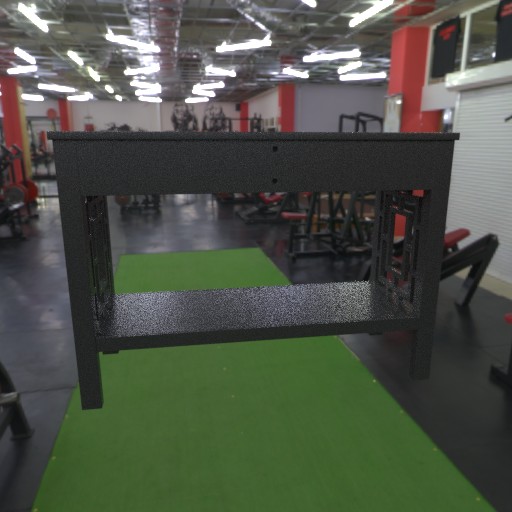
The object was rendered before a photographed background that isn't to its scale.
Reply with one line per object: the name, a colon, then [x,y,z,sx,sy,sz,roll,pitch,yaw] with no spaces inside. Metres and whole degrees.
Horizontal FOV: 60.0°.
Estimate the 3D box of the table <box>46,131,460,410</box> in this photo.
table: [0.000,0.000,1.412,1.068,0.753,0.397,-2,15,-9]
